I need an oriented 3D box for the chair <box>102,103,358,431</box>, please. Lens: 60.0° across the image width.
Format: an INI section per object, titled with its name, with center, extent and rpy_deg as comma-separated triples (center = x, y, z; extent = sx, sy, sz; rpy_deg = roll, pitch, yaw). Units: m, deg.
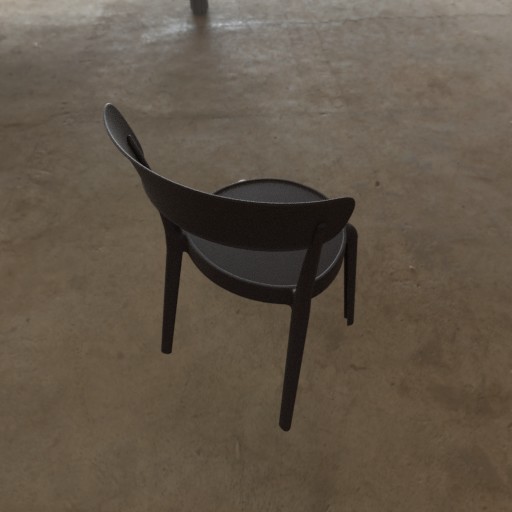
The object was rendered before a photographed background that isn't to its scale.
[chair]
center = 0.000, 0.000, 1.096
extent = 0.506, 0.790, 0.491
rpy_deg = 26, 52, 22
